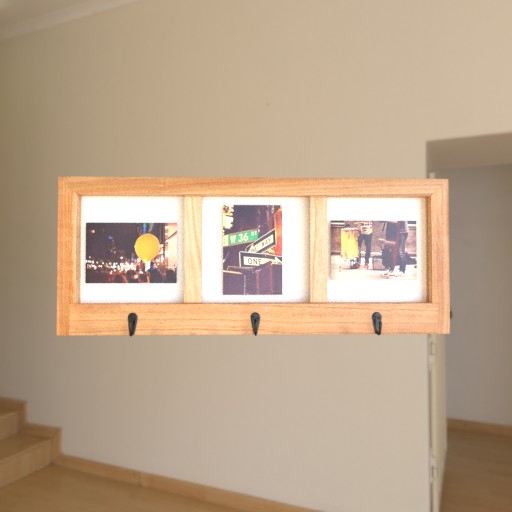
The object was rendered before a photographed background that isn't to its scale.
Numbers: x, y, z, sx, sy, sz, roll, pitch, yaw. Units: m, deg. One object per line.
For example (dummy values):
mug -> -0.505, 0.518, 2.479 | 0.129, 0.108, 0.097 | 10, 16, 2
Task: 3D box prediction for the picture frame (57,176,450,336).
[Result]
picture frame -> 0.000, 0.000, 0.662 | 0.582, 0.234, 0.045 | 0, -1, -2
